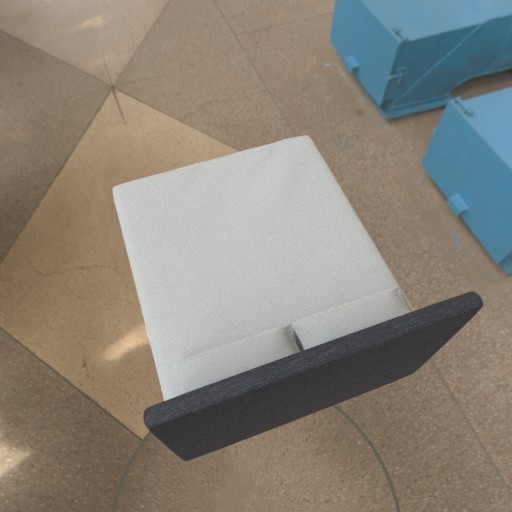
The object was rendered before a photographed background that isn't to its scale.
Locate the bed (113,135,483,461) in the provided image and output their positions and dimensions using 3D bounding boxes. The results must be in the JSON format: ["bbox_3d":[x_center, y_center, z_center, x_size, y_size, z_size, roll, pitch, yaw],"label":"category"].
[{"bbox_3d":[0.000,0.000,3.214,1.884,1.330,2.142,-17,60,-10],"label":"bed"}]
